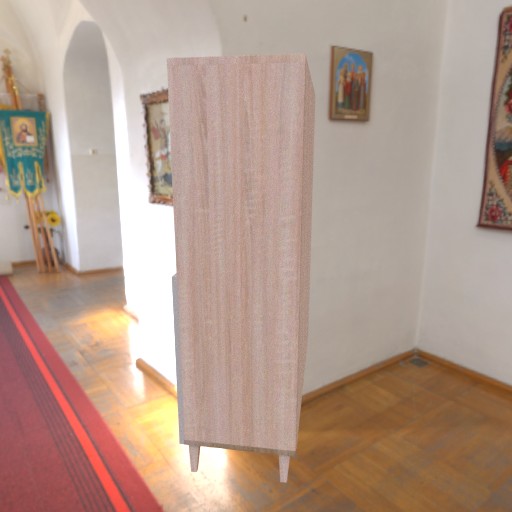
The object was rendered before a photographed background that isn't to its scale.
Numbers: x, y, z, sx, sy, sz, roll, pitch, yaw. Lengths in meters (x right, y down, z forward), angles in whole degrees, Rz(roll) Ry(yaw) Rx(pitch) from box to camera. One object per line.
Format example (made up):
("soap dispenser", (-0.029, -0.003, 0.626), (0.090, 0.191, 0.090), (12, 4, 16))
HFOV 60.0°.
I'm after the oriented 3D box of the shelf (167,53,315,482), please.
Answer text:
("shelf", (0.000, 0.000, 1.894), (0.434, 1.405, 0.995), (2, 14, 9))
